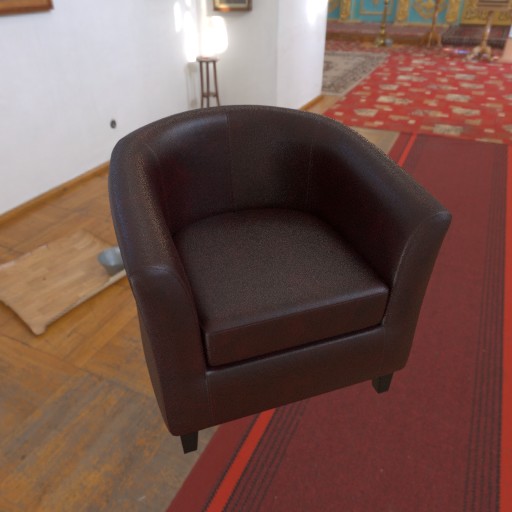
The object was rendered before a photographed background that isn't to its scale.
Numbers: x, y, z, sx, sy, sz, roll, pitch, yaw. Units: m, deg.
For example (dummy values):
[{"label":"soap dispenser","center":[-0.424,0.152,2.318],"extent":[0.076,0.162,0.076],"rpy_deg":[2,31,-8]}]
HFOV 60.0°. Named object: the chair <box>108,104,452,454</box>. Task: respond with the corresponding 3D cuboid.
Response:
[{"label":"chair","center":[0.000,0.000,1.373],"extent":[0.792,0.756,0.727],"rpy_deg":[-11,34,-16]}]
